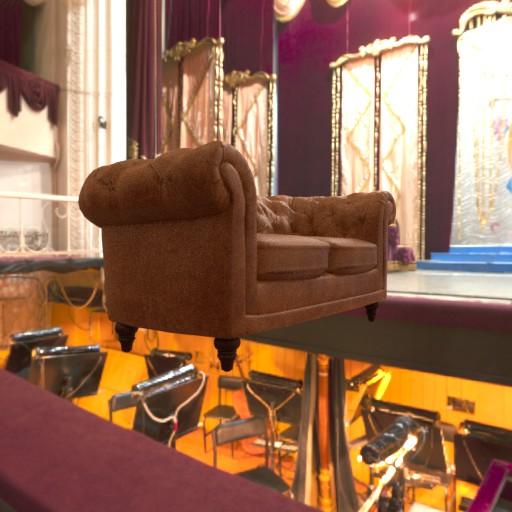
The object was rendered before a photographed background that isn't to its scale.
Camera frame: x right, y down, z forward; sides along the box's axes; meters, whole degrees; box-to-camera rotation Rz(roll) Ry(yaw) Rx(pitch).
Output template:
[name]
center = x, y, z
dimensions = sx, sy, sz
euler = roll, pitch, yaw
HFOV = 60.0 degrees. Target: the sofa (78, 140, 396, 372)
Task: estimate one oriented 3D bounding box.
[sofa]
center = 0.000, 0.000, 2.571
dimensions = 1.042, 0.877, 1.979
euler = 1, 1, 36
